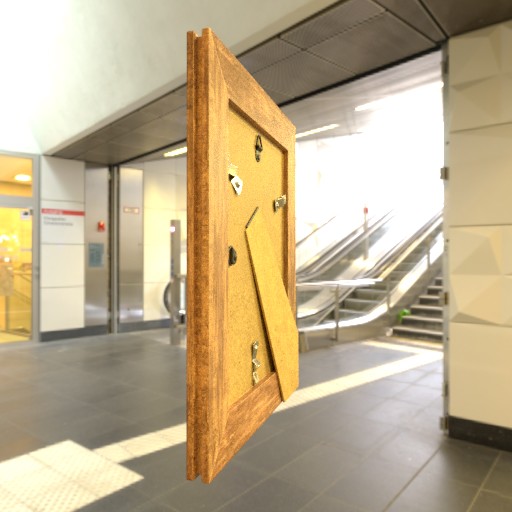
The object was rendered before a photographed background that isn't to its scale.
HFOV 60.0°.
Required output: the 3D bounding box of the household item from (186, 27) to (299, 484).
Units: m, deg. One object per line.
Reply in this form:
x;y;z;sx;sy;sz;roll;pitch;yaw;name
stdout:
0.000;0.000;0.319;0.018;0.237;0.186;0;0;19;household item
